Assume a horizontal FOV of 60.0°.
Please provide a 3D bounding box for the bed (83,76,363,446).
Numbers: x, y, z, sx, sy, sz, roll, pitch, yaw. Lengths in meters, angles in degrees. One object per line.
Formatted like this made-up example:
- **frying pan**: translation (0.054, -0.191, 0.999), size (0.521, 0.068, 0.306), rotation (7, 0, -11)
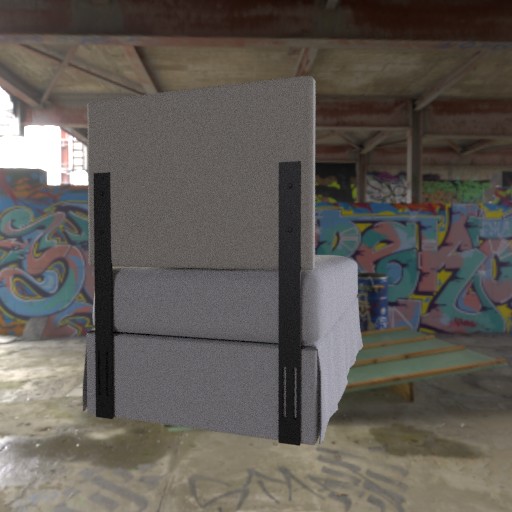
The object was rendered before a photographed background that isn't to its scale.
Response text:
- **bed**: translation (0.000, 0.000, 2.966), size (1.261, 1.571, 1.997), rotation (0, 2, 18)
